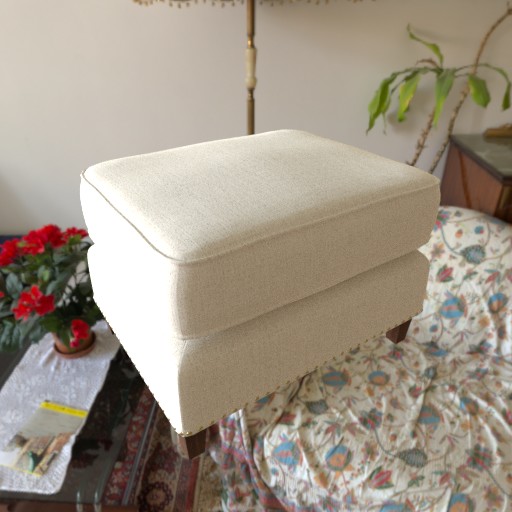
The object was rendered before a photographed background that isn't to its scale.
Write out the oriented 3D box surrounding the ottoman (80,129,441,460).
[{"bbox_3d":[0.000,0.000,1.158,0.738,0.537,0.589,-19,35,-29],"label":"ottoman"}]
